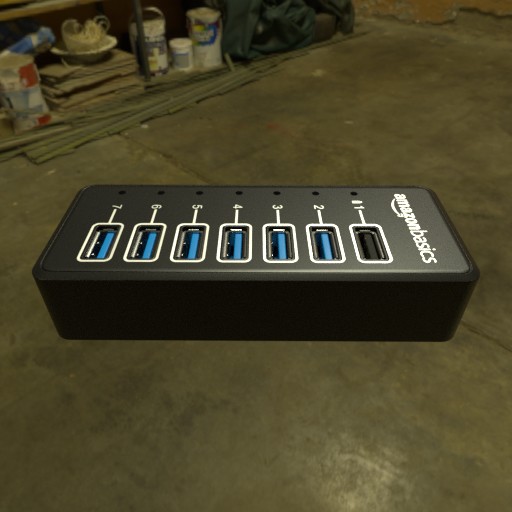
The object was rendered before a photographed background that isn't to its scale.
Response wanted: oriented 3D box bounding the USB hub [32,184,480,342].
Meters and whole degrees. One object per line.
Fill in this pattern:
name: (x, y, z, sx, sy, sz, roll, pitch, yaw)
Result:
USB hub: (0.000, 0.000, 0.129, 0.110, 0.023, 0.044, 0, 40, 0)
